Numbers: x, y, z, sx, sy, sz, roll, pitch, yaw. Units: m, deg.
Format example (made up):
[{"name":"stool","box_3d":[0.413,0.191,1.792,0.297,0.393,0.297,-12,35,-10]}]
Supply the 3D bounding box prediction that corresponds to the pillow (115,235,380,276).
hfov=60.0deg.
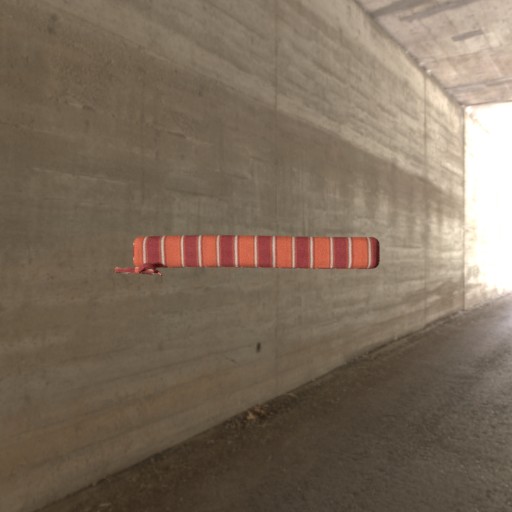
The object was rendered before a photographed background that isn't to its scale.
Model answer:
[{"name":"pillow","box_3d":[0.000,0.000,1.375,0.492,0.081,1.187,0,0,2]}]
